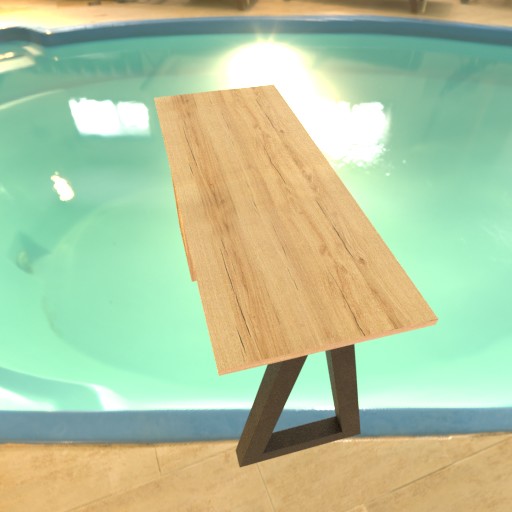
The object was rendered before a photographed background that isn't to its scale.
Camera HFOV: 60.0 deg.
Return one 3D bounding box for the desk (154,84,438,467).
[{"bbox_3d":[0.000,0.000,1.783,0.550,0.760,1.400,-11,46,-11],"label":"desk"}]
